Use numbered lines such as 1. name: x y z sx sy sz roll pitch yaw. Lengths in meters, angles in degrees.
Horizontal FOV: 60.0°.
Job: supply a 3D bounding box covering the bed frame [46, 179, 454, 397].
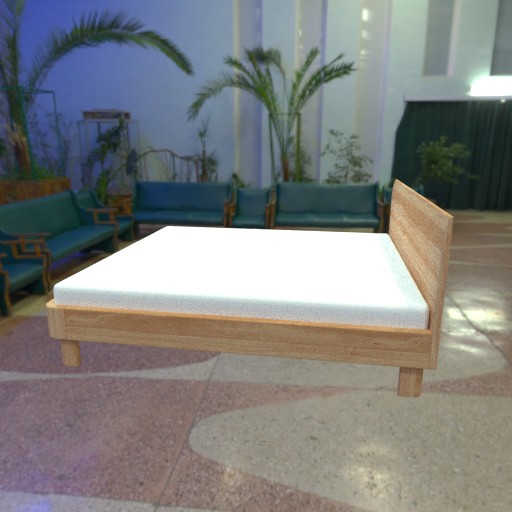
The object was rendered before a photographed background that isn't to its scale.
1. bed frame: 0.000 0.000 3.131 2.092 0.940 1.872 3 15 10
